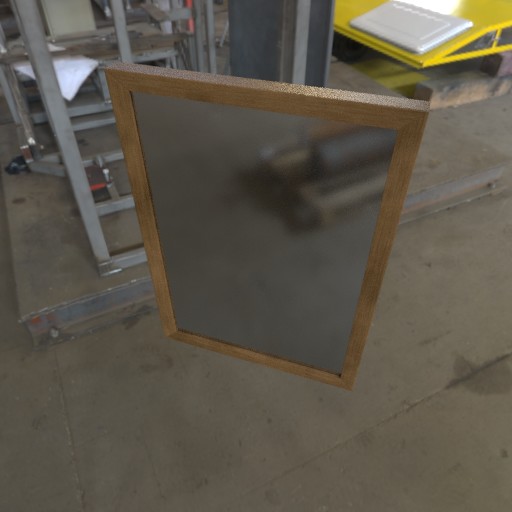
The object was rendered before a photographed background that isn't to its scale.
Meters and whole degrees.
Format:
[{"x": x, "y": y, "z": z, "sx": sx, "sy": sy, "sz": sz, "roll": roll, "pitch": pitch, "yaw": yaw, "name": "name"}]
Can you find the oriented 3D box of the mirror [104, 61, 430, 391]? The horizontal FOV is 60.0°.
[{"x": 0.000, "y": 0.000, "z": 0.911, "sx": 0.507, "sy": 0.710, "sz": 0.040, "roll": 13, "pitch": 44, "yaw": 14, "name": "mirror"}]
